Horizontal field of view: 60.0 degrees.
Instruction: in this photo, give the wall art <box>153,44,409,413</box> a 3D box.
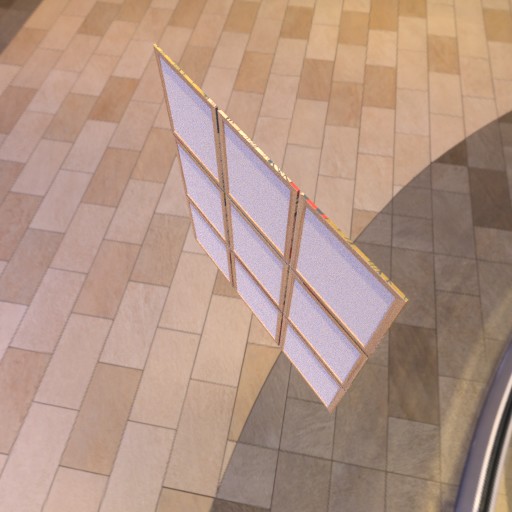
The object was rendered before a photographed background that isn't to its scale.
[{"bbox_3d":[0.000,0.000,2.271,0.013,1.534,1.519,-32,64,-18],"label":"wall art"}]
